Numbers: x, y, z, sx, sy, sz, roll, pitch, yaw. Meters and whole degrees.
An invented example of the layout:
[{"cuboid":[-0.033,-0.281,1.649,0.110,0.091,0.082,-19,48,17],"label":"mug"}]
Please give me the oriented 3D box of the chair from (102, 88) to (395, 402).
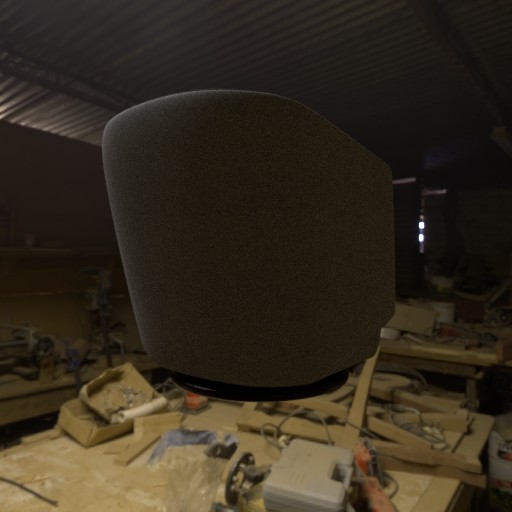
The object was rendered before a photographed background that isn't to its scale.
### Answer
[{"cuboid":[0.000,0.000,1.594,0.822,0.861,0.986,0,0,37],"label":"chair"}]
